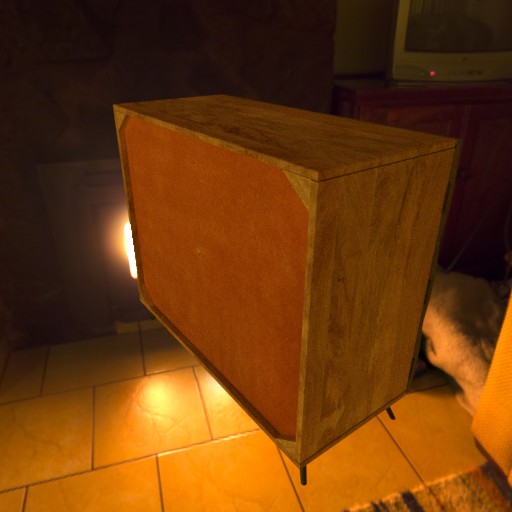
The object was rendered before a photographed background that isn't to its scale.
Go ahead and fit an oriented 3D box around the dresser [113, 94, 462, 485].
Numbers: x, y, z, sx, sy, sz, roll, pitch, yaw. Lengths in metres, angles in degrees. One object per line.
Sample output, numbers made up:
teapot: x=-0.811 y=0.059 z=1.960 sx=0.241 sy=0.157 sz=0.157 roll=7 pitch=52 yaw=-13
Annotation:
dresser: x=0.000 y=0.000 z=1.406 sx=0.446 sy=0.847 sz=0.967 roll=-19 pitch=32 yaw=-32
